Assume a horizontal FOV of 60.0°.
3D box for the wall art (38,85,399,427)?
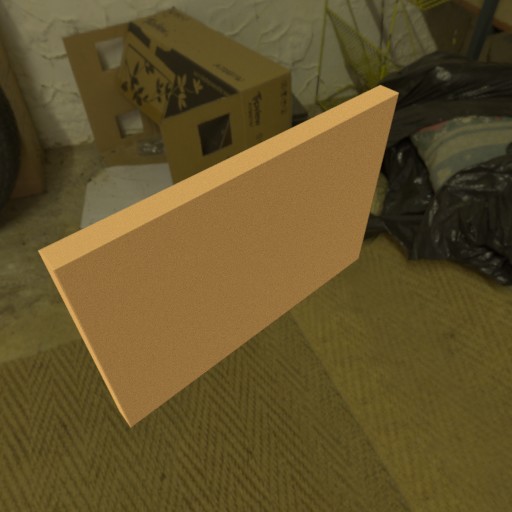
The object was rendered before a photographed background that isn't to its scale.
[{"bbox_3d":[0.000,0.000,0.768,0.609,0.407,0.039,-32,54,-27],"label":"wall art"}]
